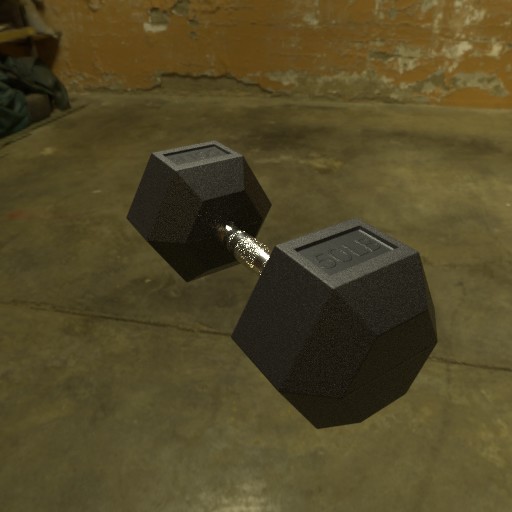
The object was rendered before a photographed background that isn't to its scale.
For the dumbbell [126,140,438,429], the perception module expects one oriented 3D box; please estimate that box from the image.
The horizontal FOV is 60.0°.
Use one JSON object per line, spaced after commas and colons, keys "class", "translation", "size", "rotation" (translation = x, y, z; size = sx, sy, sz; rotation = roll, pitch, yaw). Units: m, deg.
{"class": "dumbbell", "translation": [0.000, 0.000, 0.474], "size": [0.173, 0.150, 0.384], "rotation": [-19, 37, -27]}
